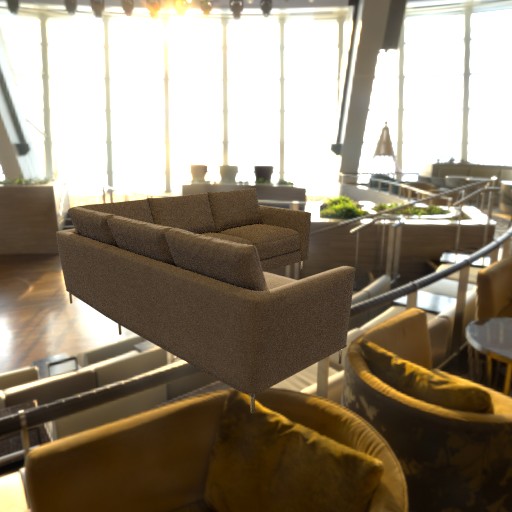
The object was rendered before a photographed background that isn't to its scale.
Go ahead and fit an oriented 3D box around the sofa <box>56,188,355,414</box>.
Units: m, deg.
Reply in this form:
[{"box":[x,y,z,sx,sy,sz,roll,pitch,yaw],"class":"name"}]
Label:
[{"box":[0.000,0.000,3.772,2.438,0.864,2.438,14,20,43],"class":"sofa"}]
